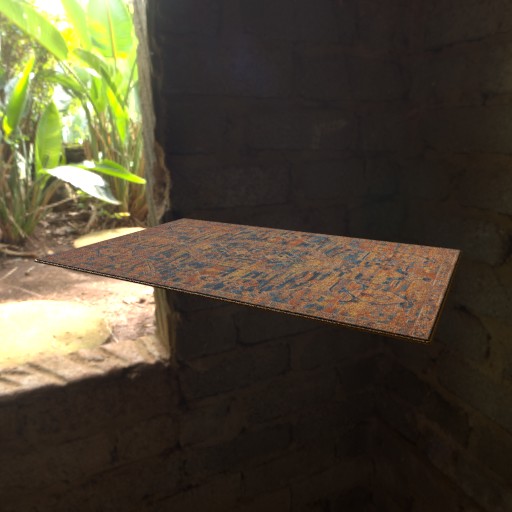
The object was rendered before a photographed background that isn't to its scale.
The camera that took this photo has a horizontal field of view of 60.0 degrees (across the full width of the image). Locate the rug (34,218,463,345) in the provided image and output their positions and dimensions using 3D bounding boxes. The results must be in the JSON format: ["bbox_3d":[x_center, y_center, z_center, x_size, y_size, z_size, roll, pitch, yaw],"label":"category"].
[{"bbox_3d":[0.000,0.000,1.058,0.863,0.008,0.557,8,18,27],"label":"rug"}]
